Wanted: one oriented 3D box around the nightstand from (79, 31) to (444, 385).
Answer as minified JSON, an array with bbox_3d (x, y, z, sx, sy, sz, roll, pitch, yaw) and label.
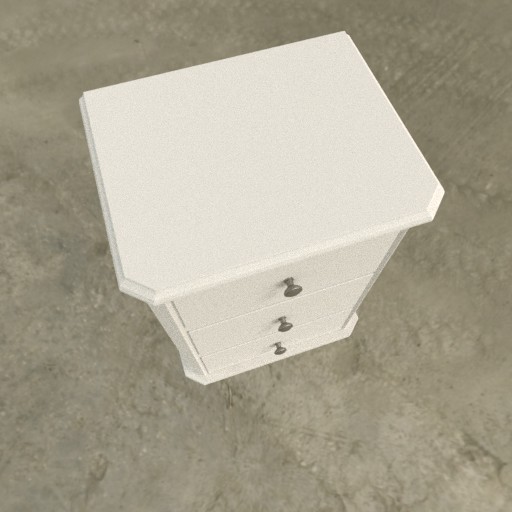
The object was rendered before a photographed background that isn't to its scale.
[{"bbox_3d":[0.000,0.000,0.906,0.435,0.681,0.351,-17,66,-8],"label":"nightstand"}]
